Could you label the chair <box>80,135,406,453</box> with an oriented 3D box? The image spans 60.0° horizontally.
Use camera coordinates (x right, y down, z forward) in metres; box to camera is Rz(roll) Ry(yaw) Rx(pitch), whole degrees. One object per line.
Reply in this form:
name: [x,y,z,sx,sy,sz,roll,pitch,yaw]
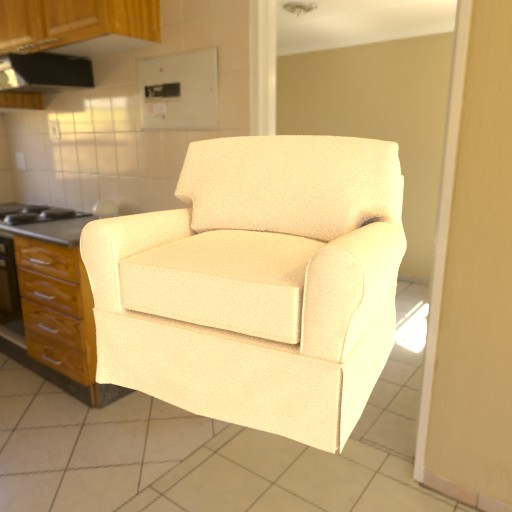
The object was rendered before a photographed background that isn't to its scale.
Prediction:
chair: [0.000,0.000,1.805,1.099,0.958,0.904,7,16,26]
